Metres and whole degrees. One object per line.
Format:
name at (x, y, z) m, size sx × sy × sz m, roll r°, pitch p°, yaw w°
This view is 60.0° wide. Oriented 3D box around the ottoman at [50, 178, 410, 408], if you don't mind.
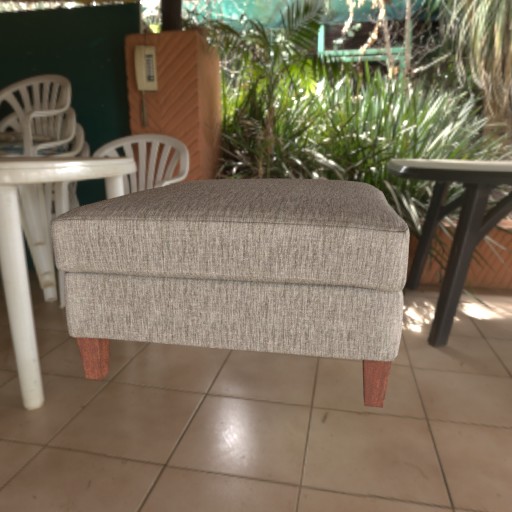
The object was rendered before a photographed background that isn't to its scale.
ottoman at (0.000, 0.000, 1.478) m, size 0.839 × 0.492 × 0.994 m, roll 2°, pitch 14°, yaw 10°
